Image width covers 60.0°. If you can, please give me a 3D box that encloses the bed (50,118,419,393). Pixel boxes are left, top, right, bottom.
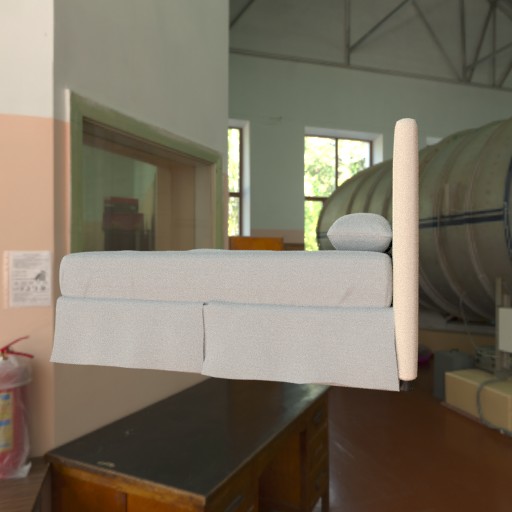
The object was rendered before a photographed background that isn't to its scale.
[{"bbox_3d":[0.000,0.000,3.187,2.142,1.330,1.748,0,0,18],"label":"bed"}]
